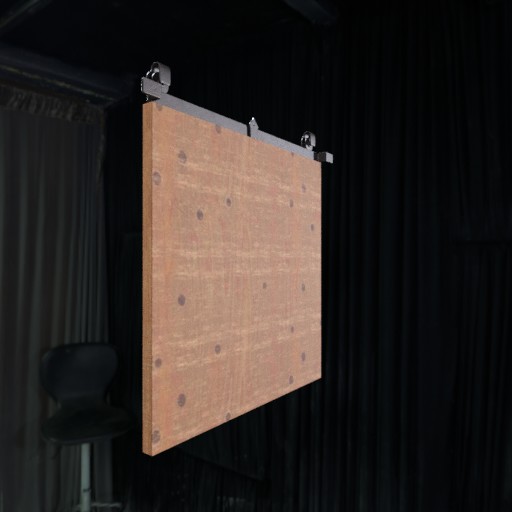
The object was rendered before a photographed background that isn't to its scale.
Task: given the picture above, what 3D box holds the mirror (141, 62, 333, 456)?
[{"bbox_3d":[0.000,0.000,1.189,0.054,0.800,0.805,0,0,36],"label":"mirror"}]
